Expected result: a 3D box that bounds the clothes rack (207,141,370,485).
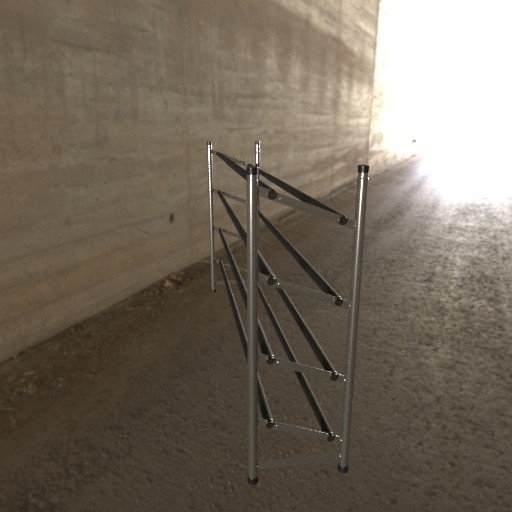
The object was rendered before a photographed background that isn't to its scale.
[{"bbox_3d":[0.000,0.000,1.423,0.229,0.672,1.168,-3,17,-9],"label":"clothes rack"}]
